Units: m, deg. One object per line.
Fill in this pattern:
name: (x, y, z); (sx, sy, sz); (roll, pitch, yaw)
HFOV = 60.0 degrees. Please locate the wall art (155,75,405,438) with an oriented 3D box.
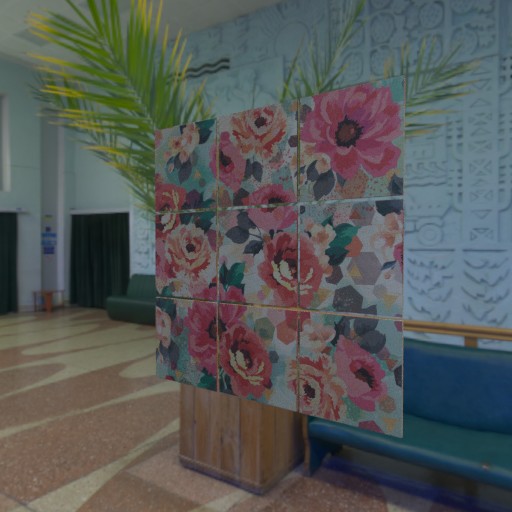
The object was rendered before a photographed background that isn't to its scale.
wall art: (0.000, 0.000, 2.303); (1.521, 1.519, 0.013); (1, 1, 36)
